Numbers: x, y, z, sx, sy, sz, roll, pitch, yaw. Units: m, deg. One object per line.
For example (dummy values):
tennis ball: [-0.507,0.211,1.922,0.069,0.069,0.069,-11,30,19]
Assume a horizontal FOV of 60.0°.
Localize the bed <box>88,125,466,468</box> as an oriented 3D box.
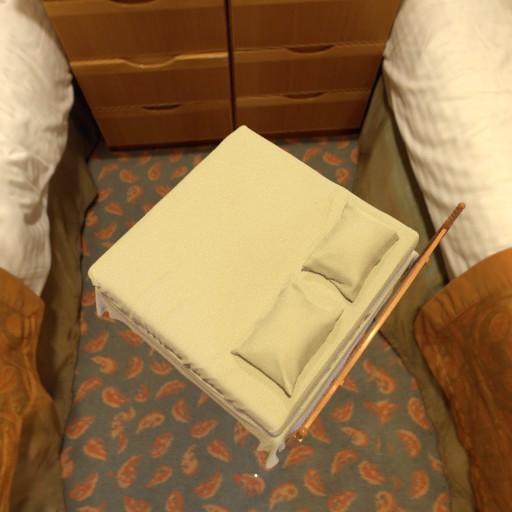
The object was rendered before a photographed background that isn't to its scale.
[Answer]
bed: [0.000,0.000,3.614,2.219,1.355,2.322,36,69,16]
